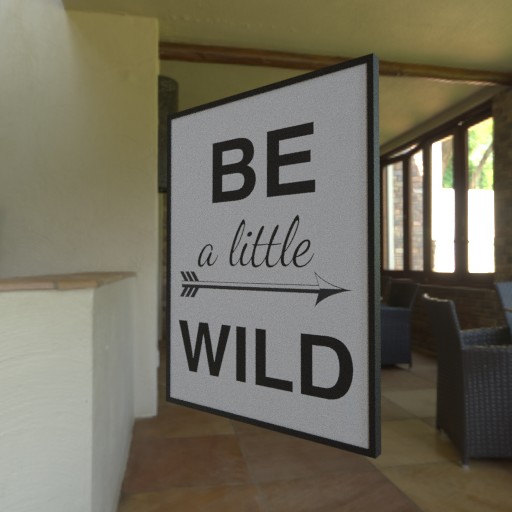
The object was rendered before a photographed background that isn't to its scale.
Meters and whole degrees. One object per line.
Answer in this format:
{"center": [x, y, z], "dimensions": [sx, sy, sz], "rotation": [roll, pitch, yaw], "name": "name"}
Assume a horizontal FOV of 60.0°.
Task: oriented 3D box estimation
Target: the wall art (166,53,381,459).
{"center": [0.000, 0.000, 1.417], "dimensions": [0.806, 1.062, 0.038], "rotation": [-1, -2, 37], "name": "wall art"}
